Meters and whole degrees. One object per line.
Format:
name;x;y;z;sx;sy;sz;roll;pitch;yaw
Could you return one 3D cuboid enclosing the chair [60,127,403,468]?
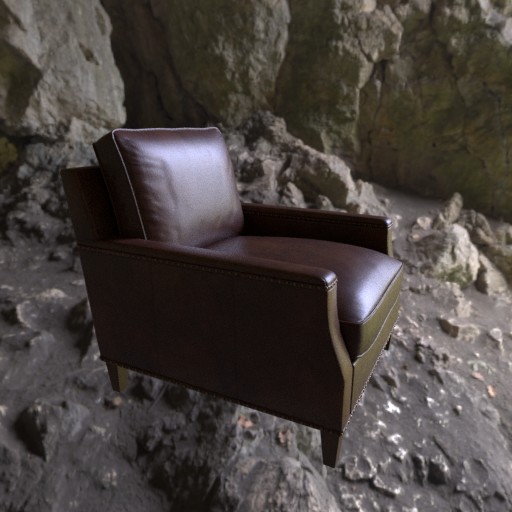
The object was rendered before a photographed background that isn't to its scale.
chair;0.000;0.000;1.673;1.014;0.929;0.853;9;19;26
